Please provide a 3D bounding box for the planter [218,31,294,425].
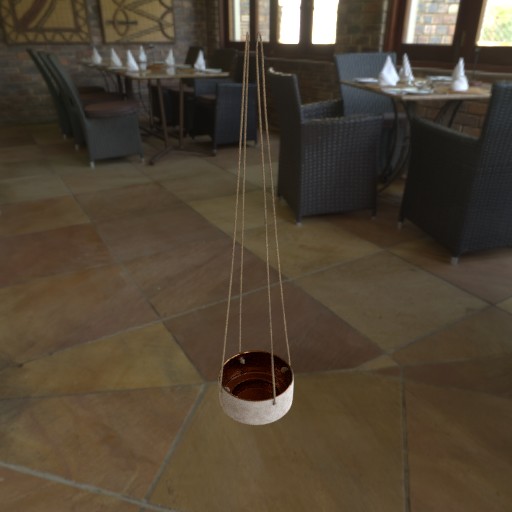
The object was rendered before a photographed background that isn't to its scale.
[{"bbox_3d":[0.000,0.000,1.140,0.223,1.030,0.223,8,28,16],"label":"planter"}]
